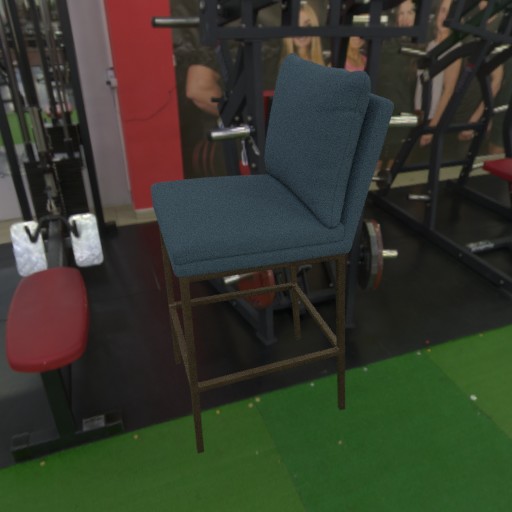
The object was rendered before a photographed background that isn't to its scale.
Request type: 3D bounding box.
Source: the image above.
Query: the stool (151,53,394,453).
[{"bbox_3d":[0.000,0.000,1.397,0.568,1.124,0.463,-9,31,-16],"label":"stool"}]
